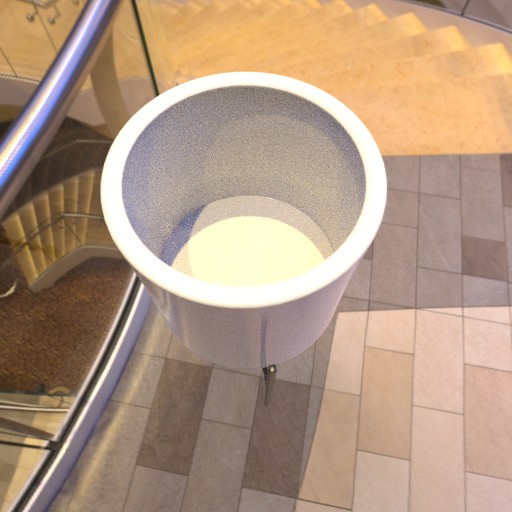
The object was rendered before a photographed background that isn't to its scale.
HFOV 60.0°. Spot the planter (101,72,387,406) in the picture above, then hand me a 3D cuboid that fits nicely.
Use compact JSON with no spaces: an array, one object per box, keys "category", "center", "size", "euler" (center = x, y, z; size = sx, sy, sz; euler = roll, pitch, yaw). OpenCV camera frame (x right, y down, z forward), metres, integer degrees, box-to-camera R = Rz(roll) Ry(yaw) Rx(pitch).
[{"category":"planter","center":[0.000,0.000,0.727],"size":[0.361,0.480,0.360],"euler":[-33,68,-15]}]
